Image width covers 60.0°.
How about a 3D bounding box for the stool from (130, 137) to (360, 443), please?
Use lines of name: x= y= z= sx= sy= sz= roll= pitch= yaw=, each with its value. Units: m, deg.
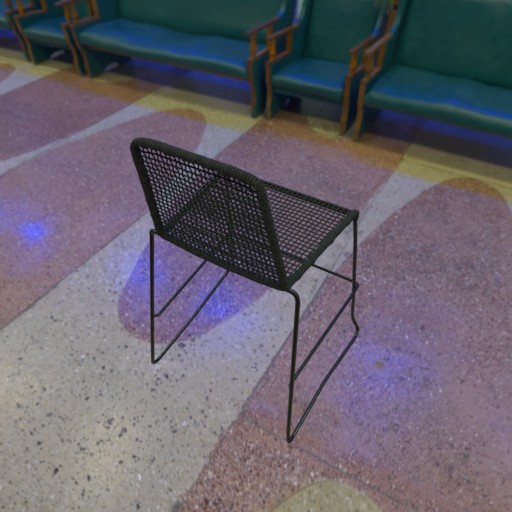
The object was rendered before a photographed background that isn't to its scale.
stool: x=0.000 y=0.000 z=1.273 sx=0.590 sy=0.905 sz=0.509 roll=23 pitch=48 yaw=22
